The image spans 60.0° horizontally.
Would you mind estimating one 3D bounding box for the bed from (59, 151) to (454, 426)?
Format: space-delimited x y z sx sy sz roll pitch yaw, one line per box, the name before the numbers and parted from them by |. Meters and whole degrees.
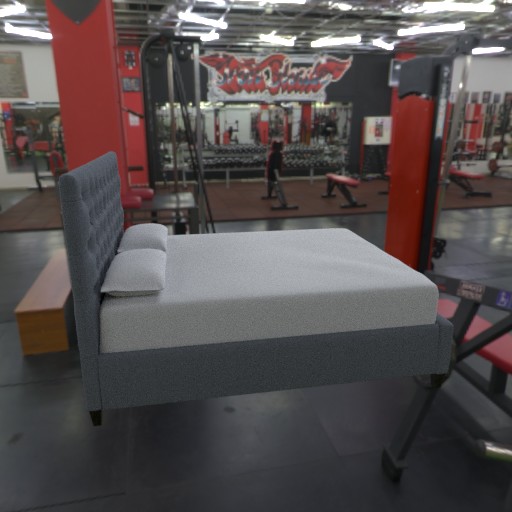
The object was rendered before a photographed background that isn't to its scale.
bed | 0.000 0.000 3.272 2.231 1.427 1.698 -3 17 -10
